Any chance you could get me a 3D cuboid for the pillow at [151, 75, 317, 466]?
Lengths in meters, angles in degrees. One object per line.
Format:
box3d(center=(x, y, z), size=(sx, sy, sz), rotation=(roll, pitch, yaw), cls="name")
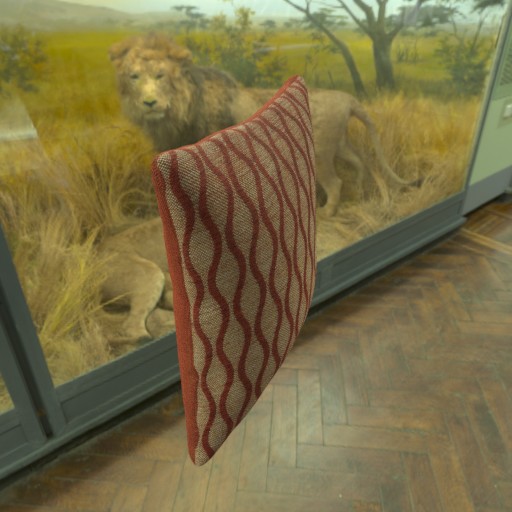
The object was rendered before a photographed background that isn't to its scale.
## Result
box3d(center=(0.000, 0.000, 0.645), size=(0.159, 0.434, 0.429), rotation=(10, 33, 17), cls="pillow")
